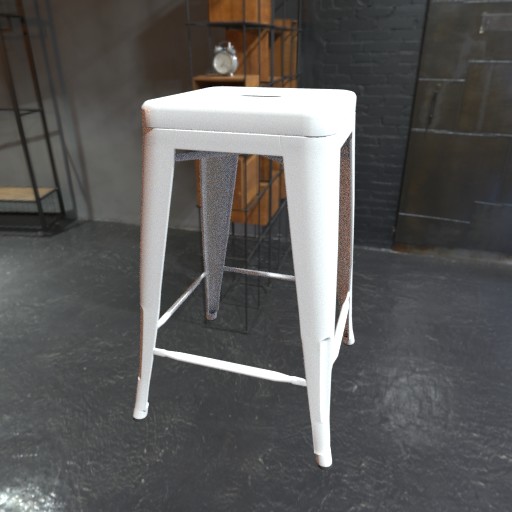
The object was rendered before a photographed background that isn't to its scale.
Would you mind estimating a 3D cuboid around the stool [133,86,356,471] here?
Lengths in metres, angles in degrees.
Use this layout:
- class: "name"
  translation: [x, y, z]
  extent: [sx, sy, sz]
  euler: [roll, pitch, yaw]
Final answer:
- class: "stool"
  translation: [0.000, 0.000, 0.887]
  extent: [0.406, 0.610, 0.406]
  euler: [8, 26, 16]
